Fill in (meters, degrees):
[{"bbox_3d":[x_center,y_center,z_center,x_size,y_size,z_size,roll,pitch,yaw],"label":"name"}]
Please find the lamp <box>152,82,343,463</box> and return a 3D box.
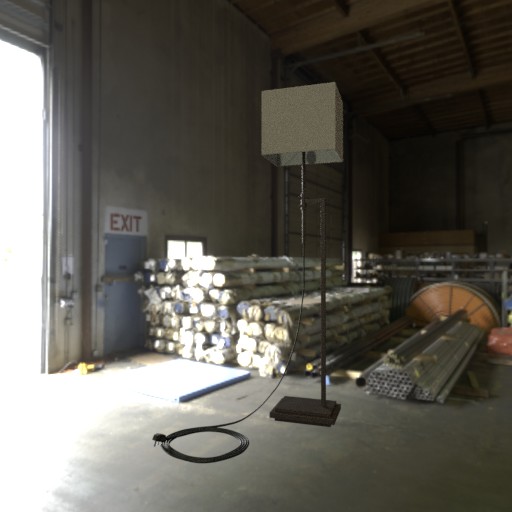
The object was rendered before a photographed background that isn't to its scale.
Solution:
[{"bbox_3d":[0.000,0.000,2.036,0.698,1.600,0.774,0,-1,18],"label":"lamp"}]
